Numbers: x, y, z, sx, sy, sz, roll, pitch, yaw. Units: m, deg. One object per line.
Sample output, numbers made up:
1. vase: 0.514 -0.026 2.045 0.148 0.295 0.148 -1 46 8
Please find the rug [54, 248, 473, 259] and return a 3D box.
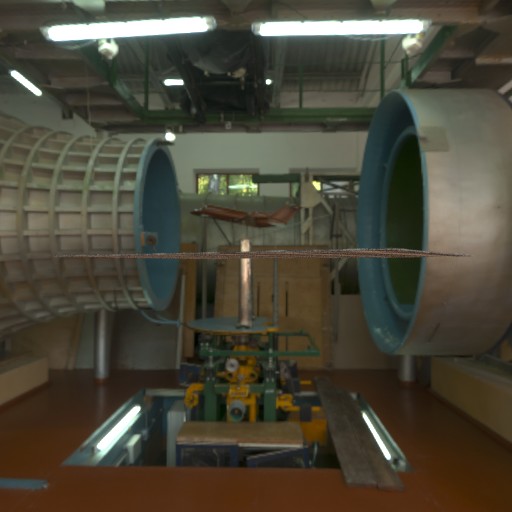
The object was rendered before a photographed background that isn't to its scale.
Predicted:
1. rug: 0.000 0.000 3.017 2.434 0.015 1.520 -1 -1 36
